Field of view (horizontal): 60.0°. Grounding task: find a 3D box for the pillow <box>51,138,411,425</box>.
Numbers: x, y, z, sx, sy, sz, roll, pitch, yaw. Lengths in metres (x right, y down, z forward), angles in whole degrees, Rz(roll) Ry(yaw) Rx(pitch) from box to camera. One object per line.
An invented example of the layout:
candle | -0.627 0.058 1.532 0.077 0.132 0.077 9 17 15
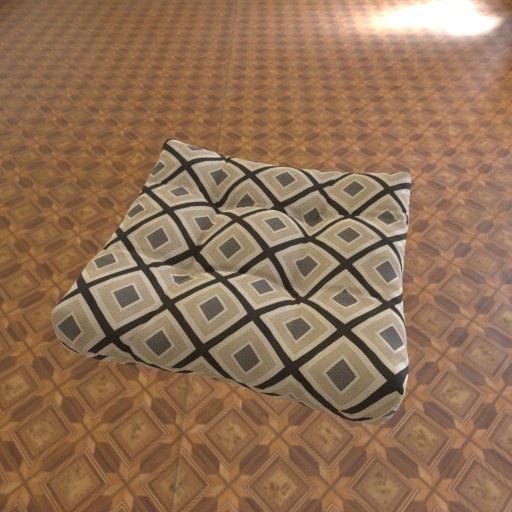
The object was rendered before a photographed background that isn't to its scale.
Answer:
pillow | 0.000 0.000 0.738 0.490 0.128 0.468 10 48 9
